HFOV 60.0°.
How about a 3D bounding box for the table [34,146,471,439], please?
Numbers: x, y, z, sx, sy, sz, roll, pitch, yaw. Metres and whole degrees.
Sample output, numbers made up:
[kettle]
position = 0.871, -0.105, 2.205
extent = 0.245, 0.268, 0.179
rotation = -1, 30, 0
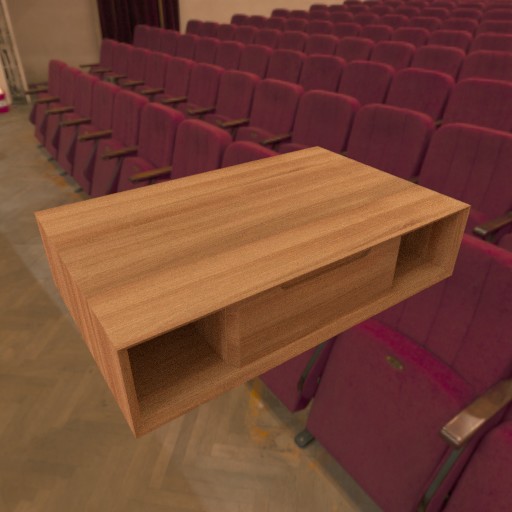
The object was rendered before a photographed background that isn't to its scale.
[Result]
[table]
position = 0.000, 0.000, 1.408
extent = 1.100, 0.330, 0.700
rotation = -20, 37, -29
